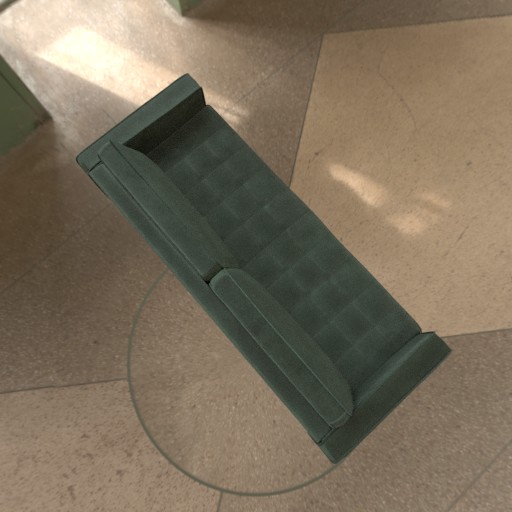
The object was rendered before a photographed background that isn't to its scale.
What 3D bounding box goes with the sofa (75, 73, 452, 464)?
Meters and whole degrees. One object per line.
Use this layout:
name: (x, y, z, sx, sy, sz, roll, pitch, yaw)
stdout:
sofa: (0.000, 0.000, 2.610, 0.886, 0.781, 2.214, -41, 80, -8)
